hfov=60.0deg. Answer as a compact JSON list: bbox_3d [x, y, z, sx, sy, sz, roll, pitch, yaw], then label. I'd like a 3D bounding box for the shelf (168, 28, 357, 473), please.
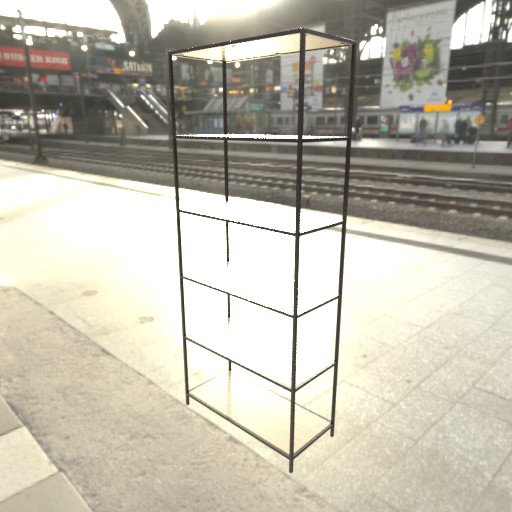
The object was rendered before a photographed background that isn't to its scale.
[{"bbox_3d":[0.000,0.000,2.144,0.770,1.850,0.350,15,22,41],"label":"shelf"}]
